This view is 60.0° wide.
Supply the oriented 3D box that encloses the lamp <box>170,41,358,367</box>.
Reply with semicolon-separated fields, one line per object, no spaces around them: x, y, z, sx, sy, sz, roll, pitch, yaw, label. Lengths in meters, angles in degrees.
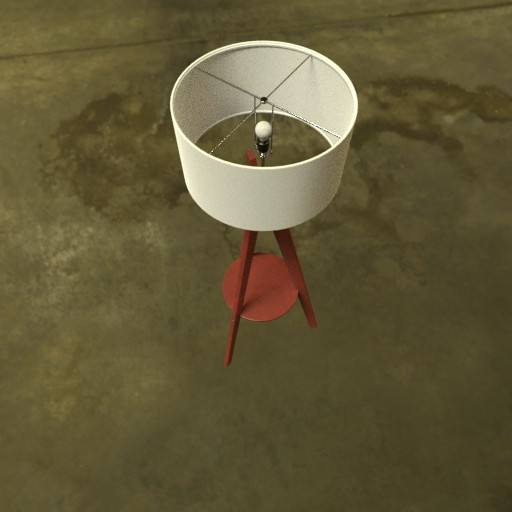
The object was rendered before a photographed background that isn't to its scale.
0.000;0.000;1.739;0.539;1.472;0.542;31;64;17;lamp
